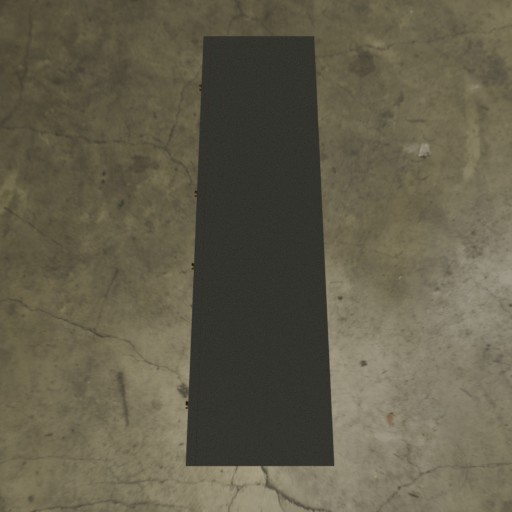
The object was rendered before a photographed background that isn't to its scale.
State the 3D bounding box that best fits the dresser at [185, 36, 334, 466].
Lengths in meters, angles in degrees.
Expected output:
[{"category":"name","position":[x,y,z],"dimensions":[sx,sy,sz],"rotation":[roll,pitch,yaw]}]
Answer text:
[{"category":"dresser","position":[0.000,0.000,1.950],"dimensions":[0.463,0.872,1.558],"rotation":[0,73,0]}]
